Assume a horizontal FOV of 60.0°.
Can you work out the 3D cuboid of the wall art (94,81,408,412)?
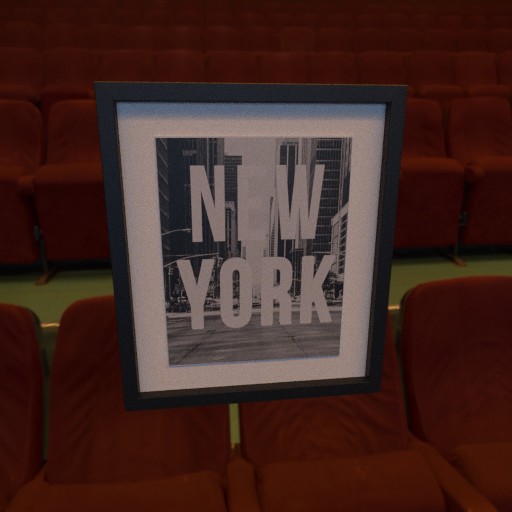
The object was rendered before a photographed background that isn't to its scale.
[{"bbox_3d":[0.000,0.000,0.525,0.328,0.381,0.028,-2,16,-7],"label":"wall art"}]
